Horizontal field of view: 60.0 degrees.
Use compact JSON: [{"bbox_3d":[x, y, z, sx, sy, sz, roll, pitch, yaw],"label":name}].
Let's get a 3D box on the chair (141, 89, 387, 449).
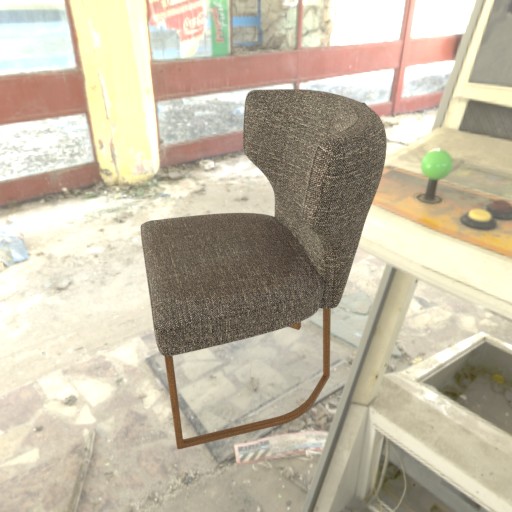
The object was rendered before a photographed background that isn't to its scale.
[{"bbox_3d":[0.000,0.000,1.266,0.617,0.824,0.611,-8,31,-14],"label":"chair"}]
